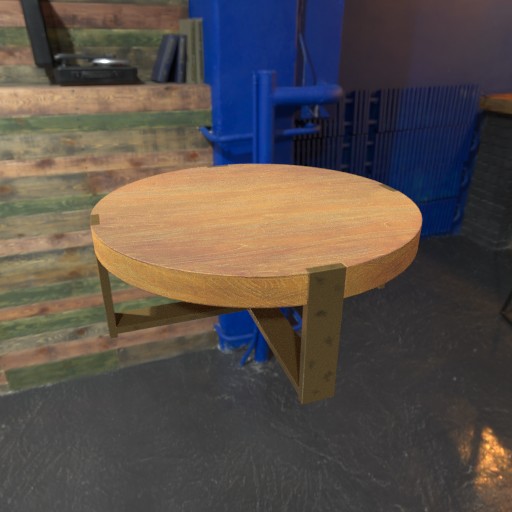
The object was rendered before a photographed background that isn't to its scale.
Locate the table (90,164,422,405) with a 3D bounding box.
[{"bbox_3d":[0.000,0.000,1.644,1.100,0.420,1.100,0,25,0],"label":"table"}]
